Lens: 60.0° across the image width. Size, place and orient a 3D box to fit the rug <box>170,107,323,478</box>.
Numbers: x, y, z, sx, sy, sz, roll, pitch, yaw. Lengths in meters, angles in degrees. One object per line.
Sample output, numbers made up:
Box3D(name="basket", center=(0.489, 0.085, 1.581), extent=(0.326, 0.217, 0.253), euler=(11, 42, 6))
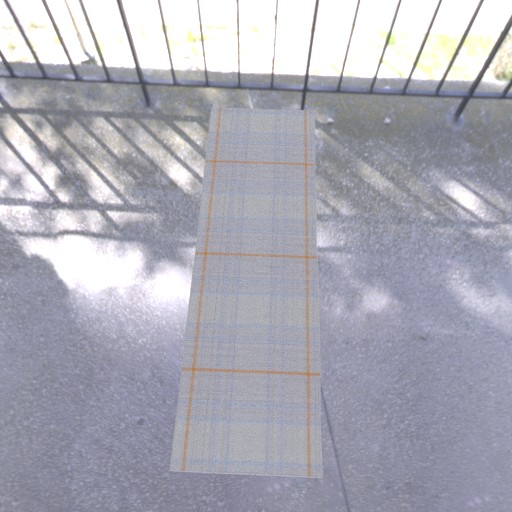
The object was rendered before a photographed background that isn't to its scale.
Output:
Box3D(name="rug", center=(0.000, 0.000, 2.757), extent=(0.770, 0.016, 2.442), euler=(2, 64, 1))
